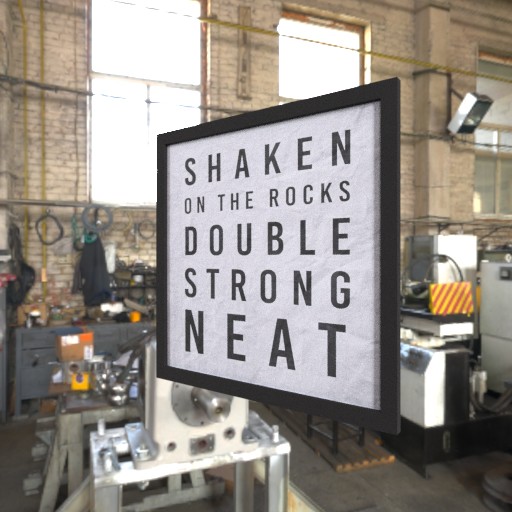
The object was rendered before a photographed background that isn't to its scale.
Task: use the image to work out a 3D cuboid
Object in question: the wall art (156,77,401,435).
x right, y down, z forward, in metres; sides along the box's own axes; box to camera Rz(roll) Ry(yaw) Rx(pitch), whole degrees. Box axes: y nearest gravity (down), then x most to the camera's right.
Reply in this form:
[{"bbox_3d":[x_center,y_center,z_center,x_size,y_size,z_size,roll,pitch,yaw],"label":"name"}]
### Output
[{"bbox_3d":[0.000,0.000,0.706,0.456,0.458,0.013,0,0,36],"label":"wall art"}]
